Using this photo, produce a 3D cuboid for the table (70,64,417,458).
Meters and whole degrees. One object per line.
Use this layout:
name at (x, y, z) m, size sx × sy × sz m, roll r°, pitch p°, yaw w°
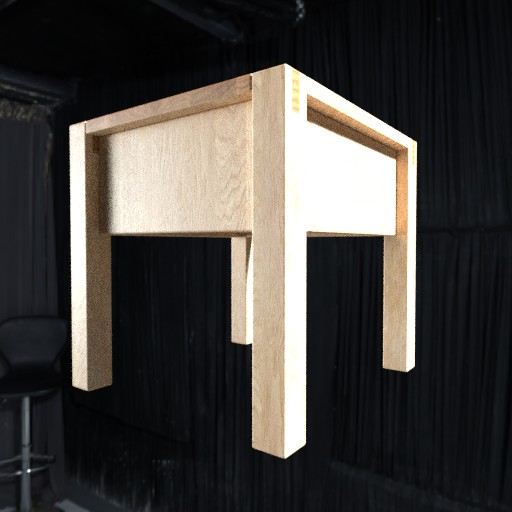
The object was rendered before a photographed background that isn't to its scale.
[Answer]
table at (0.000, 0.000, 0.825) m, size 0.440 × 0.450 × 0.480 m, roll 1°, pitch 2°, yaw 37°
